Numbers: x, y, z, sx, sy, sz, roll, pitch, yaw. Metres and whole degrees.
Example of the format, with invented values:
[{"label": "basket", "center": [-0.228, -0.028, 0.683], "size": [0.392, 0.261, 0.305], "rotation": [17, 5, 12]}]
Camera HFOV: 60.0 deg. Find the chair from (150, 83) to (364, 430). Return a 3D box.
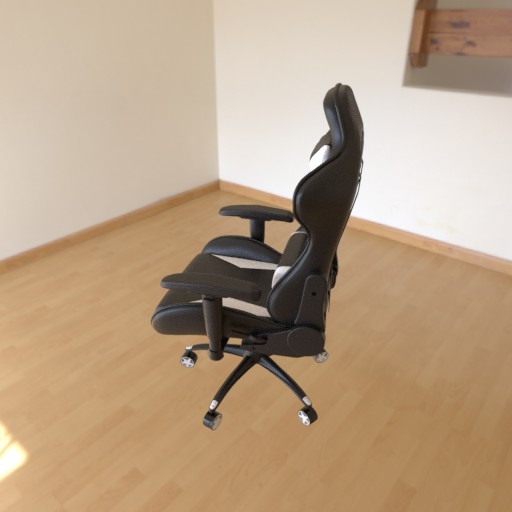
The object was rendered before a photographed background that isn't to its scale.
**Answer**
[{"label": "chair", "center": [0.000, 0.000, 1.736], "size": [0.695, 1.285, 0.730], "rotation": [7, 30, 13]}]
